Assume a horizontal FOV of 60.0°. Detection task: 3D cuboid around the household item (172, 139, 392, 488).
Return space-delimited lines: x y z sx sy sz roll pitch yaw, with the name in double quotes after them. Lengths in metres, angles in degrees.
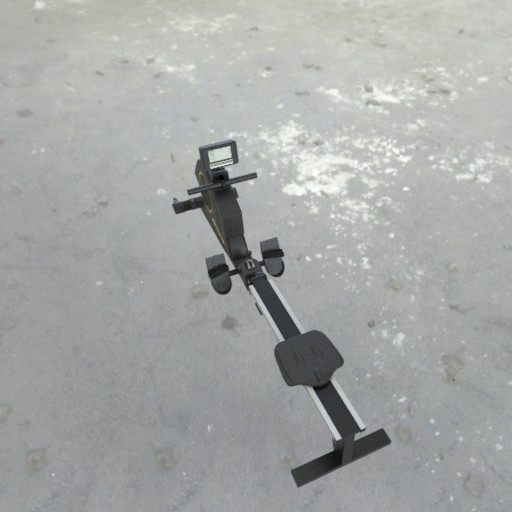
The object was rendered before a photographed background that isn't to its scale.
0.000 0.000 2.591 0.521 0.810 2.251 -17 50 -15 "household item"
